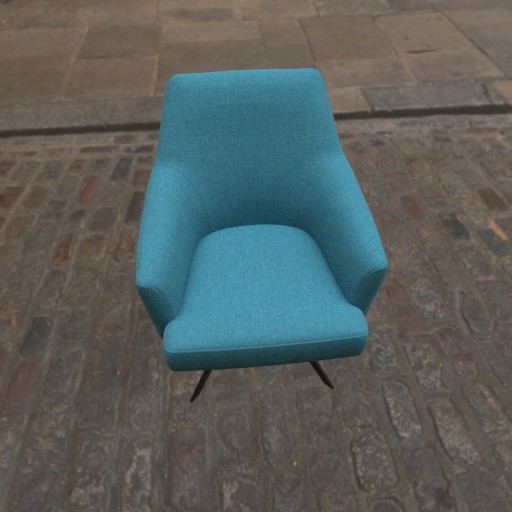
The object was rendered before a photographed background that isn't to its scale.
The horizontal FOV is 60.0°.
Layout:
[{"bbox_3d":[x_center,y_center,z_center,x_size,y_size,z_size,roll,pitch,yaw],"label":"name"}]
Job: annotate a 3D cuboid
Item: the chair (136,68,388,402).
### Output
[{"bbox_3d":[0.000,0.000,1.355,0.642,0.874,0.677,-4,47,-4],"label":"chair"}]
